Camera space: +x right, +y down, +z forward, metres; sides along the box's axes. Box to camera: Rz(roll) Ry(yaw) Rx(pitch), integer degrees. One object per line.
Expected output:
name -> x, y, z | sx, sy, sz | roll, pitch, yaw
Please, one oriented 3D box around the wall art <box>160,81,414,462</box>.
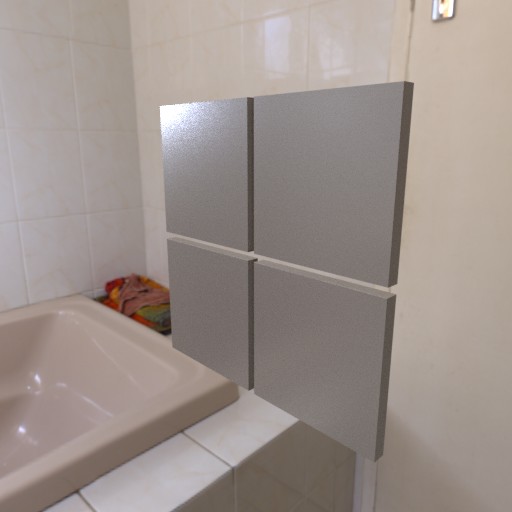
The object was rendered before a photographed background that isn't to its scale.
wall art -> 0.000, 0.000, 0.903 | 0.029, 0.611, 0.611 | -14, 20, -42
